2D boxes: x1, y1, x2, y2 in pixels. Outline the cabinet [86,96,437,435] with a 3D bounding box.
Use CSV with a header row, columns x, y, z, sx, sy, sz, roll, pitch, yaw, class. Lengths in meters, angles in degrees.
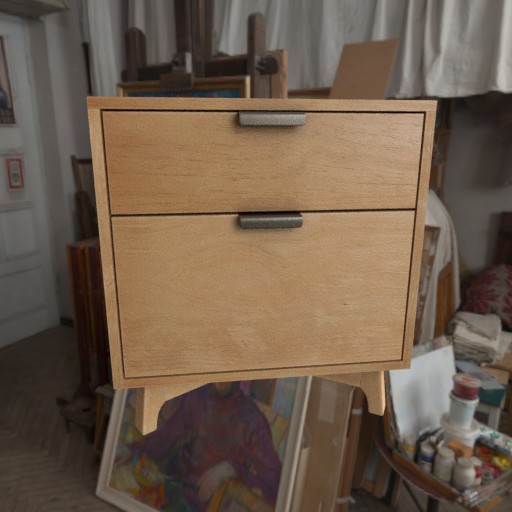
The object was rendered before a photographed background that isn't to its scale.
x,y,z,sx,sy,sz,roll,pitch,yaw,class
0.000,0.000,0.934,0.551,0.599,0.394,-2,15,-7,cabinet
